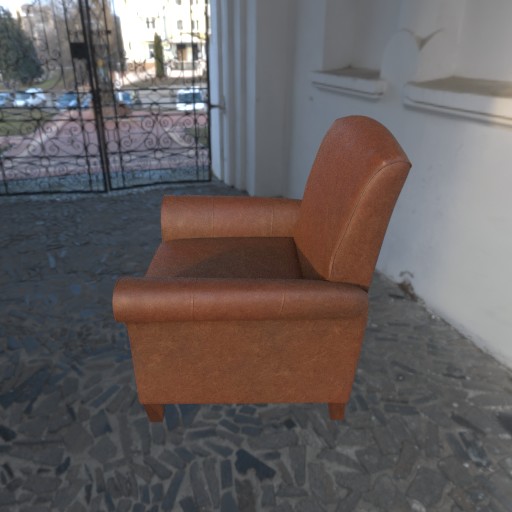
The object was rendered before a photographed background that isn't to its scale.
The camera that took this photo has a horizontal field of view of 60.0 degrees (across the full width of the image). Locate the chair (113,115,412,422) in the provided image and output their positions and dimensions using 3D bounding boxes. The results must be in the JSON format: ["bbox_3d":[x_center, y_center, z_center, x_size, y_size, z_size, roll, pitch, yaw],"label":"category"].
[{"bbox_3d":[0.000,0.000,1.786,0.902,1.061,0.978,0,26,-1],"label":"chair"}]
